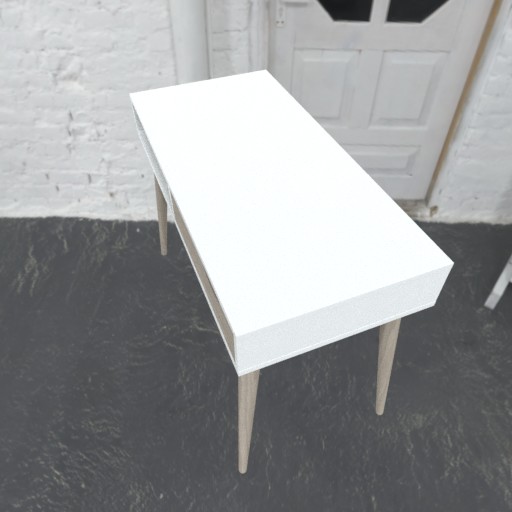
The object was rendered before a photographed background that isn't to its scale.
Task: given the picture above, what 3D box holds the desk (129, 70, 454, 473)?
[{"bbox_3d":[0.000,0.000,1.411,0.491,0.723,0.979,-16,48,-15],"label":"desk"}]
